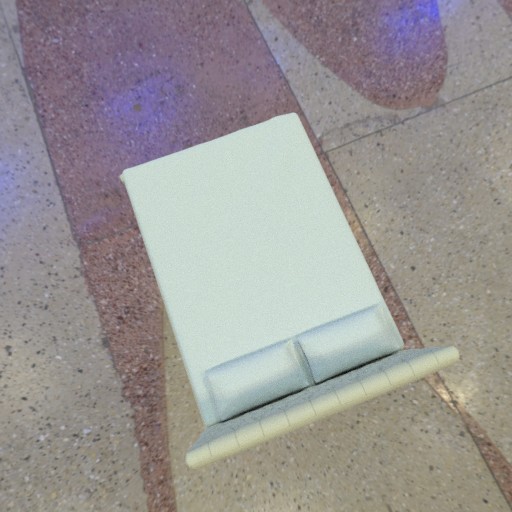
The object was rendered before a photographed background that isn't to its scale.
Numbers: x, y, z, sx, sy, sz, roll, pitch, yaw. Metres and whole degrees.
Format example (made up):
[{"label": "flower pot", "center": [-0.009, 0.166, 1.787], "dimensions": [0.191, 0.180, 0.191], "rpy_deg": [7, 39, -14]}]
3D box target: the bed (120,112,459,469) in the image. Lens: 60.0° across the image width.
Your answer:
[{"label": "bed", "center": [0.000, 0.000, 3.453], "dimensions": [1.698, 1.427, 2.387], "rpy_deg": [-20, 77, -5]}]
